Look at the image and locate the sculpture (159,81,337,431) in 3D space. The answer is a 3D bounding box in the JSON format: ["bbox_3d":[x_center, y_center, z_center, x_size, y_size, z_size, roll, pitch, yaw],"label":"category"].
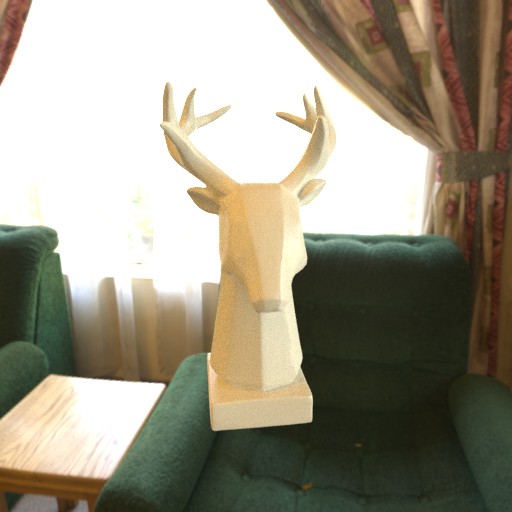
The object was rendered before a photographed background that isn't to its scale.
[{"bbox_3d":[0.000,0.000,0.448,0.174,0.329,0.224,-2,17,-7],"label":"sculpture"}]
